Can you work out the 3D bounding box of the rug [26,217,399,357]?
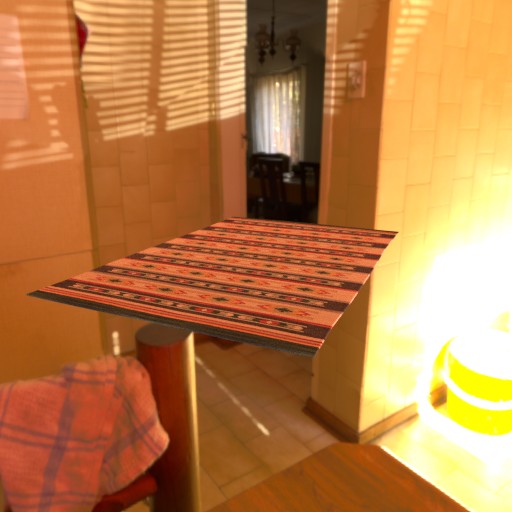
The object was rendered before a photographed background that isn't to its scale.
[{"bbox_3d":[0.000,0.000,2.351,1.221,0.009,1.825,7,18,24],"label":"rug"}]
